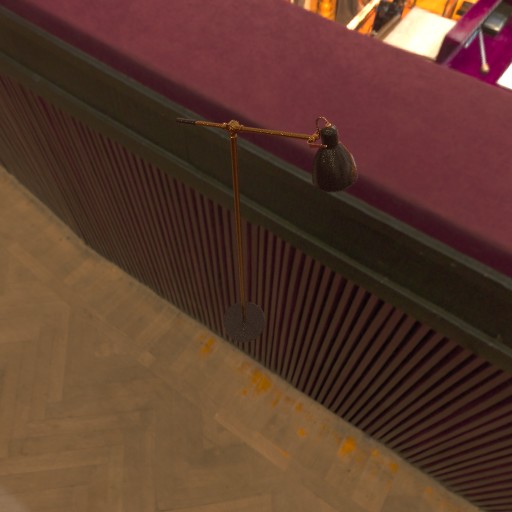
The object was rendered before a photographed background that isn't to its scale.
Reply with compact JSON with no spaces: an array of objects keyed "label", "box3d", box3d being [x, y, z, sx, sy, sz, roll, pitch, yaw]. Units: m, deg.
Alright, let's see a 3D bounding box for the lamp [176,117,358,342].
[{"label":"lamp","box3d":[0.000,0.000,1.785,0.618,1.628,0.235,32,64,18]}]
